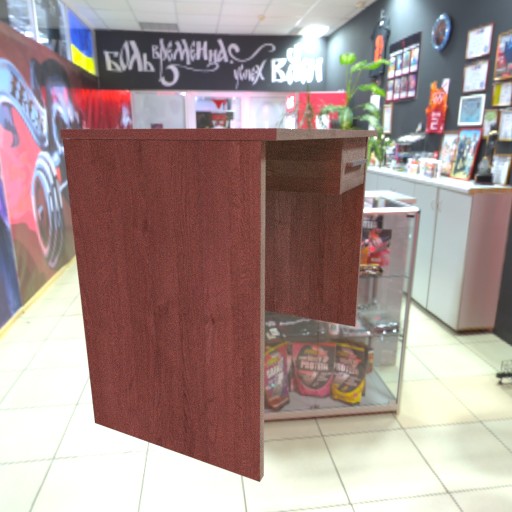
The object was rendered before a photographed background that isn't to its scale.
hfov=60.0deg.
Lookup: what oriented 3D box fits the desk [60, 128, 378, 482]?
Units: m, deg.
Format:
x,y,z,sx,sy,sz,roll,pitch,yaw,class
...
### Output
x,y,z,sx,sy,sz,roll,pitch,yaw,class
0.000,0.000,1.324,0.498,0.724,0.893,7,17,24,desk
